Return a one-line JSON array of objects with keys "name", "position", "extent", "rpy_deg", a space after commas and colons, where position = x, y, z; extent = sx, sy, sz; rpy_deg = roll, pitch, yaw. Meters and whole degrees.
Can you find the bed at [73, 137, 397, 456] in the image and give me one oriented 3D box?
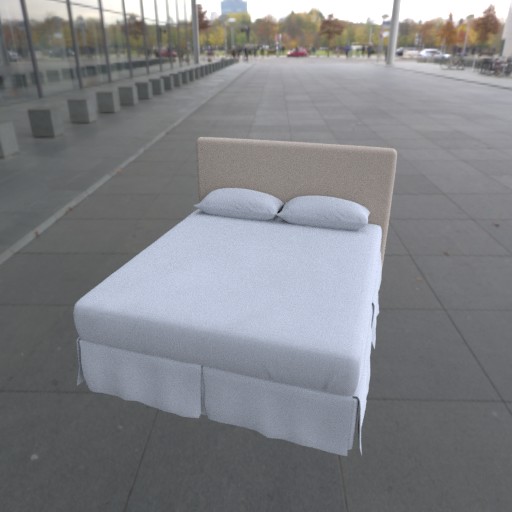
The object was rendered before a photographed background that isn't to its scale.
[{"name": "bed", "position": [0.000, 0.000, 3.336], "extent": [1.884, 1.330, 2.142], "rpy_deg": [8, 26, 16]}]
